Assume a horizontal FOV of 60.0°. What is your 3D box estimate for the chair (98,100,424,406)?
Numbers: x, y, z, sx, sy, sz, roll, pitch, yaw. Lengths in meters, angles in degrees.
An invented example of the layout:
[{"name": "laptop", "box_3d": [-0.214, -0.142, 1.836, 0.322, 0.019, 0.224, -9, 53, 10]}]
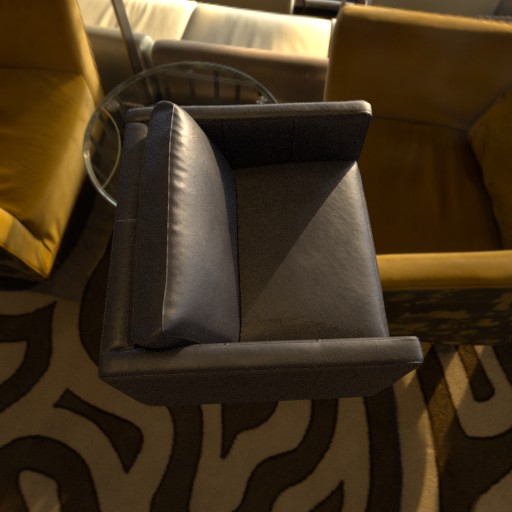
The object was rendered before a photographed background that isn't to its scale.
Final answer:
[{"name": "chair", "box_3d": [0.000, 0.000, 1.572, 0.862, 0.811, 0.939, -2, 64, -1]}]
